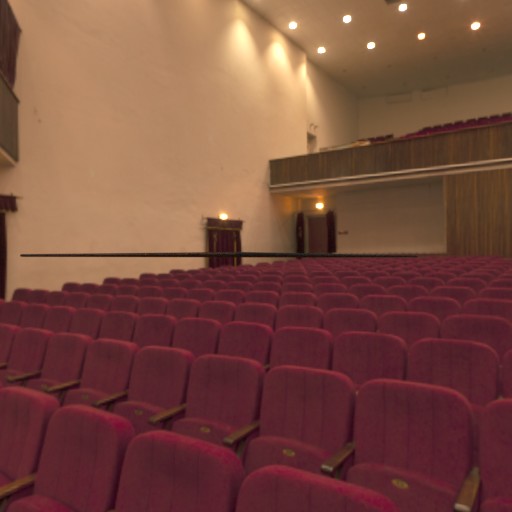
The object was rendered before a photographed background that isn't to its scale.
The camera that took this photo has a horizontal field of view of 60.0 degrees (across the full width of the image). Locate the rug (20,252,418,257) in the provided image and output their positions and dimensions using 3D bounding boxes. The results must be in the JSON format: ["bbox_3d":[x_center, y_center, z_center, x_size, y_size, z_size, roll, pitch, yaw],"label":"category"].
[{"bbox_3d":[0.000,0.000,3.045,1.526,0.015,2.441,0,0,35],"label":"rug"}]
